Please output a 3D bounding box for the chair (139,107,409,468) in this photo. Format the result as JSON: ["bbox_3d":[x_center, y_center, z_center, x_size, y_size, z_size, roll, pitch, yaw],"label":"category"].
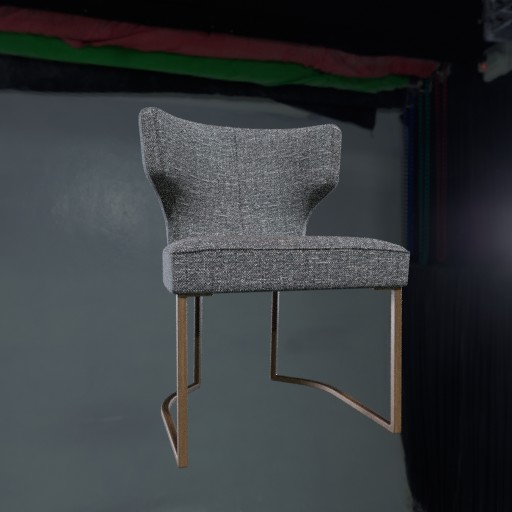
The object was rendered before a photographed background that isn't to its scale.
[{"bbox_3d":[0.000,0.000,1.220,0.611,0.824,0.617,0,1,-19],"label":"chair"}]
